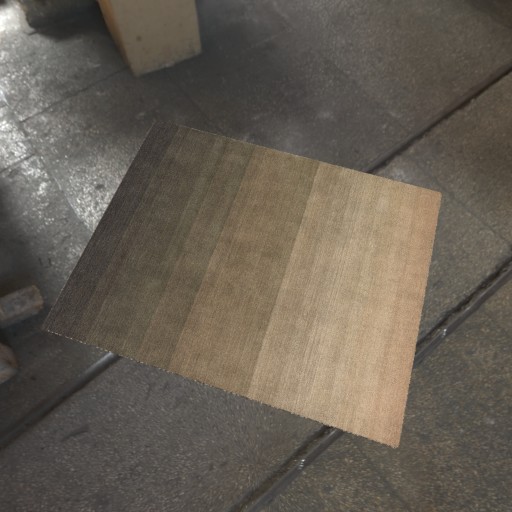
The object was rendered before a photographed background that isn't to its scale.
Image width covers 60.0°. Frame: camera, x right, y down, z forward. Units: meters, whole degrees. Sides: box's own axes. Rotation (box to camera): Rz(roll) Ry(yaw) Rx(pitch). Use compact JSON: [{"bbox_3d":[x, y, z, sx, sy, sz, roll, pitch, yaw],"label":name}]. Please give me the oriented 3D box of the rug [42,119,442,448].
[{"bbox_3d":[0.000,0.000,3.851,2.902,0.017,2.306,16,66,8],"label":"rug"}]
